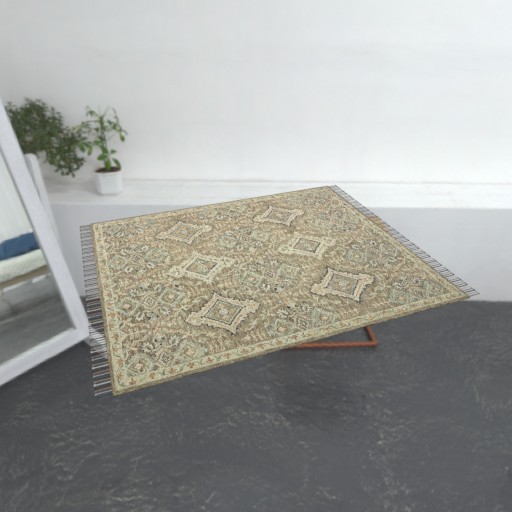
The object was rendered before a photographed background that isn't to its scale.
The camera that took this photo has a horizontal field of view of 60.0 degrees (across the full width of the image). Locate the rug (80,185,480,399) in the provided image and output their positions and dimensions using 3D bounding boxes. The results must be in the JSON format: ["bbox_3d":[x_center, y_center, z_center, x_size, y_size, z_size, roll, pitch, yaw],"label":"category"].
[{"bbox_3d":[0.000,0.000,4.167,3.056,0.010,2.437,-11,34,-17],"label":"rug"}]
